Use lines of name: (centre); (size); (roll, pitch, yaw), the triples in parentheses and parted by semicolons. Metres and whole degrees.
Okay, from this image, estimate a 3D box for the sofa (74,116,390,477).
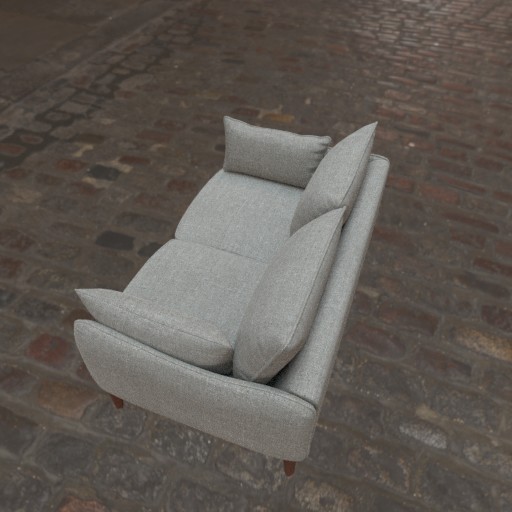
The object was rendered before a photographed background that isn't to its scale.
sofa: (0.000, 0.000, 2.107); (0.972, 0.851, 1.580); (15, 47, 14)
